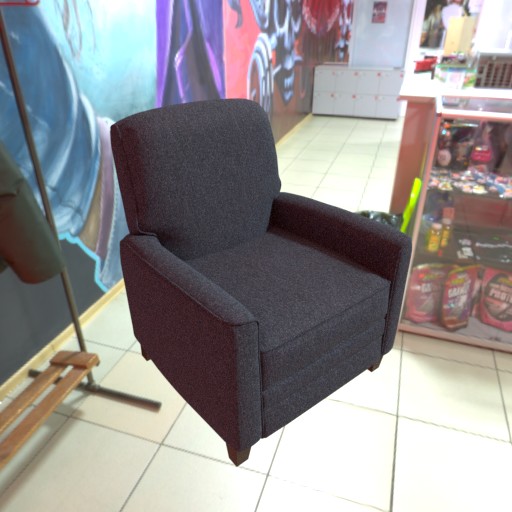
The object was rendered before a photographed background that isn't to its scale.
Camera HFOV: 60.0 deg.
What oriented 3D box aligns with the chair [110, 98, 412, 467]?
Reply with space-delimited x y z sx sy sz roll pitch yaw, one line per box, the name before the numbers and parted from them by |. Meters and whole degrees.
chair | 0.000 0.000 1.661 0.839 1.016 0.850 -21 35 -33
